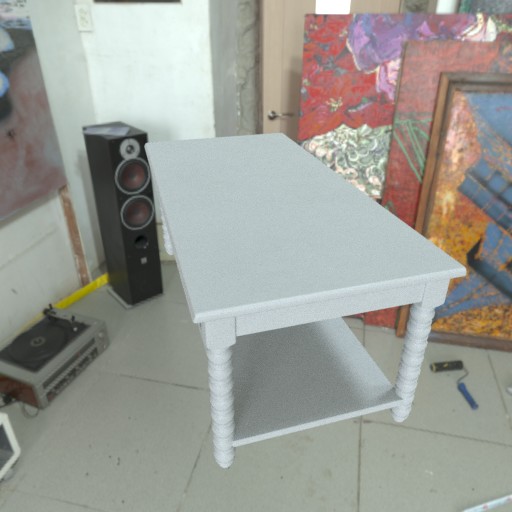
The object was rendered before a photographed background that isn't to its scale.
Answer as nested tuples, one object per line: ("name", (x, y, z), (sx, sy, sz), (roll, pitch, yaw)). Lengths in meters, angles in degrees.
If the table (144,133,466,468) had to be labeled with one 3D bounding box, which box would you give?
("table", (0.000, 0.000, 1.450), (0.580, 0.487, 1.171), (-8, 31, -14))
